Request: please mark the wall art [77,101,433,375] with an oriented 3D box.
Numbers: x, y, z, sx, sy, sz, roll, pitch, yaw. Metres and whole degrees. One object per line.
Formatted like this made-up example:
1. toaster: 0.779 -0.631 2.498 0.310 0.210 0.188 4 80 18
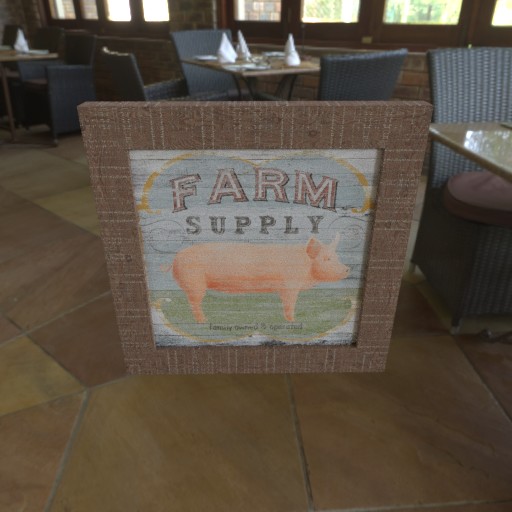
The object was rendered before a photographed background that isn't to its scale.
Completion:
1. wall art: 0.000 0.000 0.805 0.531 0.531 0.040 0 29 -1
